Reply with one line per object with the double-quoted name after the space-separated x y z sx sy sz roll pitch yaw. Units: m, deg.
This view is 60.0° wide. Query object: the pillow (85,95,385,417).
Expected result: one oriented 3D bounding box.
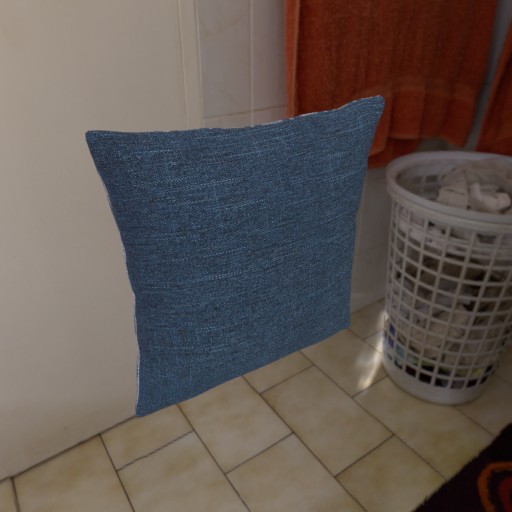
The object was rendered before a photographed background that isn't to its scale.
0.000 0.000 0.670 0.435 0.435 0.159 -18 34 -28 "pillow"
